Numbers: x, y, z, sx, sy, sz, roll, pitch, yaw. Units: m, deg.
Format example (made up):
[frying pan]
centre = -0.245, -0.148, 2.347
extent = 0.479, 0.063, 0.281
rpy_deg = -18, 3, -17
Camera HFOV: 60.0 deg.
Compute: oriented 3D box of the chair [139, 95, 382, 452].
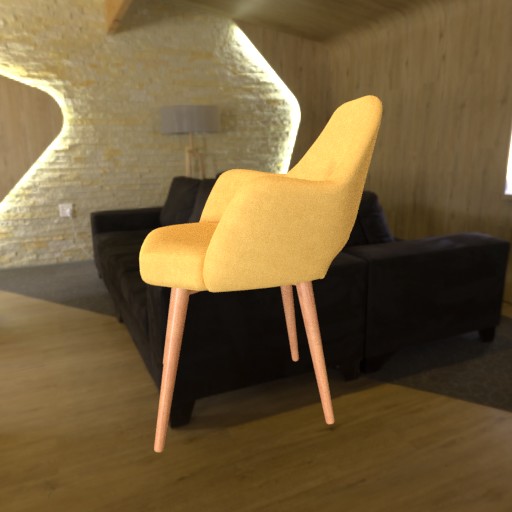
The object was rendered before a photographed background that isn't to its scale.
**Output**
[chair]
centre = 0.000, 0.000, 1.231
extent = 0.610, 0.840, 0.590
rpy_deg = -2, 13, -9
